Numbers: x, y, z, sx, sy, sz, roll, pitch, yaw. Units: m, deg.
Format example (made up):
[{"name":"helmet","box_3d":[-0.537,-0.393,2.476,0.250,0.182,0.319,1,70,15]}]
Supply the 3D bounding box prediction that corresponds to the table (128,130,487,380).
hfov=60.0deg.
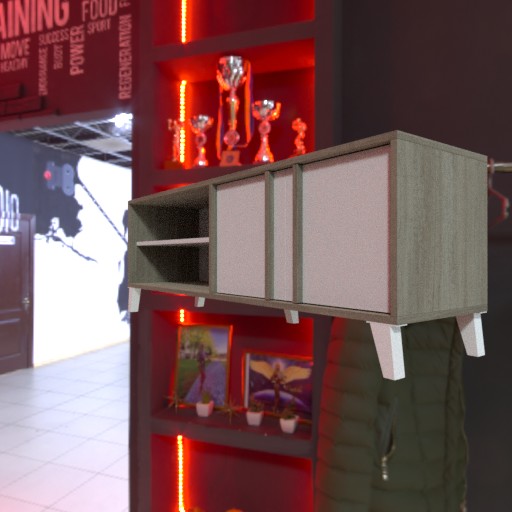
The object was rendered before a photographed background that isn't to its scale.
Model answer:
[{"name":"table","box_3d":[0.000,0.000,1.651,0.400,0.530,1.500,0,0,-38]}]
